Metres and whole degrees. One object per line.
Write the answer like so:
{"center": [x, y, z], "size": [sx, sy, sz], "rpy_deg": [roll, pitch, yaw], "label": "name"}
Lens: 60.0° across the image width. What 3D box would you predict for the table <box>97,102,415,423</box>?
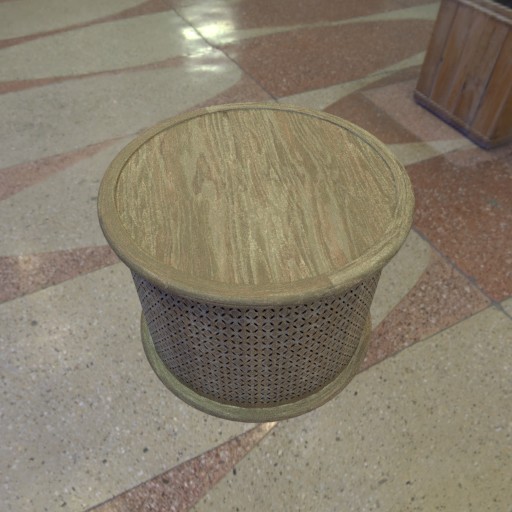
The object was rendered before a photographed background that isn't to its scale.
{"center": [0.000, 0.000, 1.027], "size": [0.607, 0.450, 0.607], "rpy_deg": [0, 47, 0], "label": "table"}
